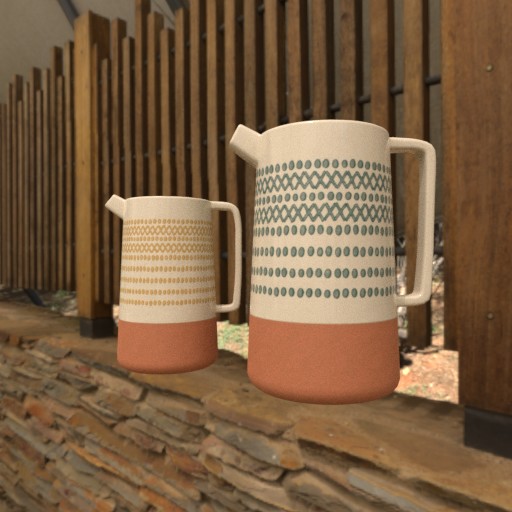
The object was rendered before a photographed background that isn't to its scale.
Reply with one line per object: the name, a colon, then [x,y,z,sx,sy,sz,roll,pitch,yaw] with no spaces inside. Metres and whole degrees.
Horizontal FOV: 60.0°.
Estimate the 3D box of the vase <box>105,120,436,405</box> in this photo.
vase: [0.000,0.000,0.467,0.326,0.247,0.168,0,0,37]
